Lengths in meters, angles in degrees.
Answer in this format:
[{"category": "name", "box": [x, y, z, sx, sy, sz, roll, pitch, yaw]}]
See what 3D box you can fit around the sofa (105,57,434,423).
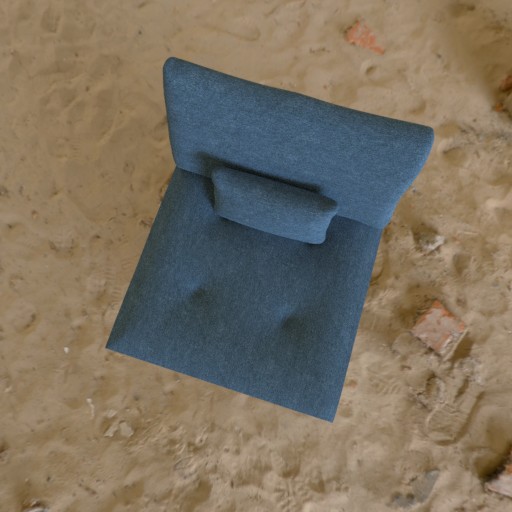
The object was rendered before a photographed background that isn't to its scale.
[{"category": "sofa", "box": [0.000, 0.000, 1.685, 0.930, 0.820, 1.000, 17, 76, 4]}]
